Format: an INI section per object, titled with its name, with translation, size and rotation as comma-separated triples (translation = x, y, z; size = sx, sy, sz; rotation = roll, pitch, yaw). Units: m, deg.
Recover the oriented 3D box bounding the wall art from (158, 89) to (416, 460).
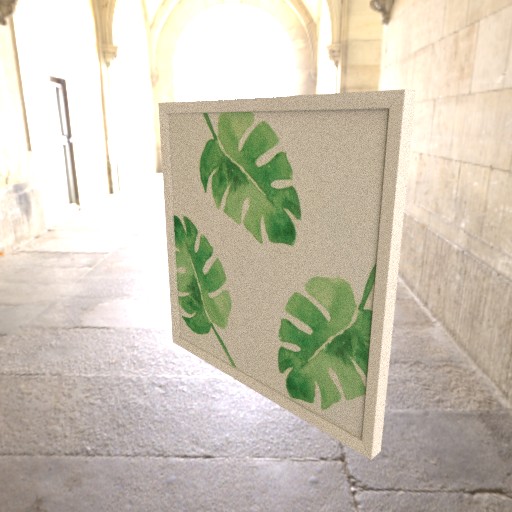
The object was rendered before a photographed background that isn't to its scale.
[wall art]
translation = 0.000, 0.000, 1.133
size = 0.040, 0.762, 0.762
rotation = -16, 23, -42
